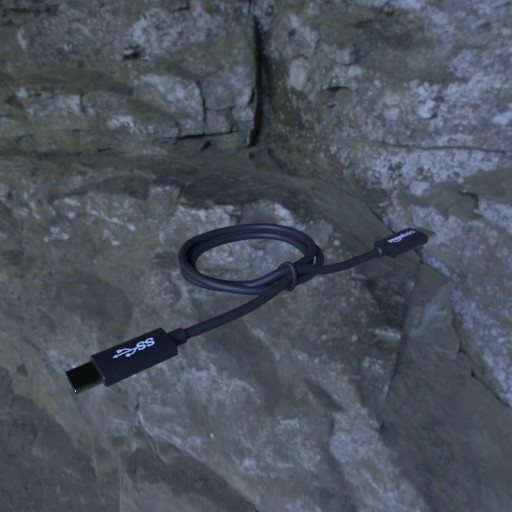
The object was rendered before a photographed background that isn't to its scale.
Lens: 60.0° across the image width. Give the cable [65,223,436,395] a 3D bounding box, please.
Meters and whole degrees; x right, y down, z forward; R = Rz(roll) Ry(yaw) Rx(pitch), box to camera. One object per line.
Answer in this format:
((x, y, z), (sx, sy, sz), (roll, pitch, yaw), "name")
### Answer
((0.000, 0.000, 0.205), (0.186, 0.014, 0.070), (-20, 34, -32), "cable")
